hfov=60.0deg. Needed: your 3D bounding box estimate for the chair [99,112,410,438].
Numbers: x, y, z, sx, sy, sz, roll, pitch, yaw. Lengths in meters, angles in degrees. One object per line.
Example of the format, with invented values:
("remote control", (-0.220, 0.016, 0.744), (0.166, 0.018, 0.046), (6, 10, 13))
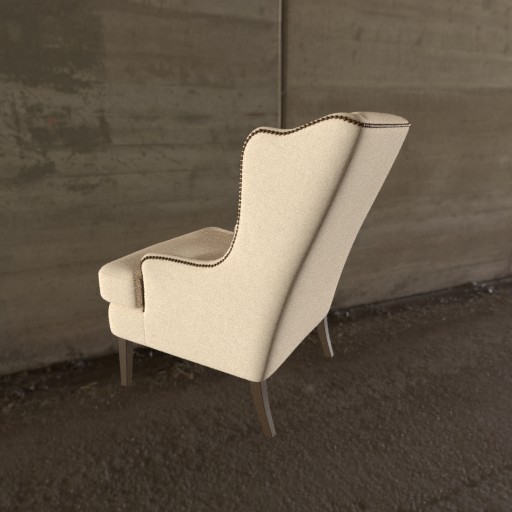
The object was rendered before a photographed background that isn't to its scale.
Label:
("chair", (0.000, 0.000, 1.680), (0.940, 1.029, 0.737), (9, 19, 27))
